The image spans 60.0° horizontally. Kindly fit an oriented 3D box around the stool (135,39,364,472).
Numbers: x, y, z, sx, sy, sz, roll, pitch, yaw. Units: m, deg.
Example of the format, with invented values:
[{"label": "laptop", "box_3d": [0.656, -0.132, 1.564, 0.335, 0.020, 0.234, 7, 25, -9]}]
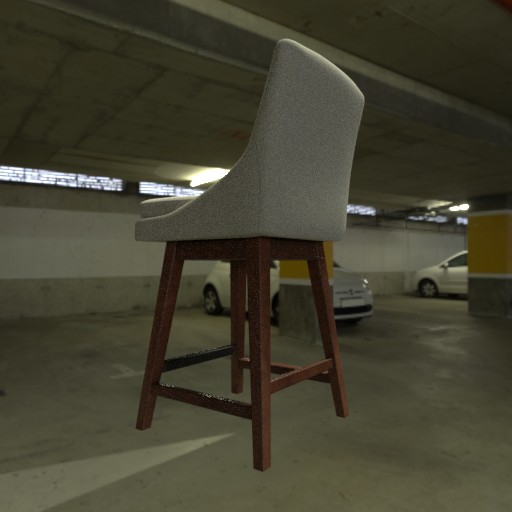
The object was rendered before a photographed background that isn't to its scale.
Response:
[{"label": "stool", "box_3d": [0.000, 0.000, 1.315, 0.559, 0.991, 0.469, -1, -1, 36]}]
